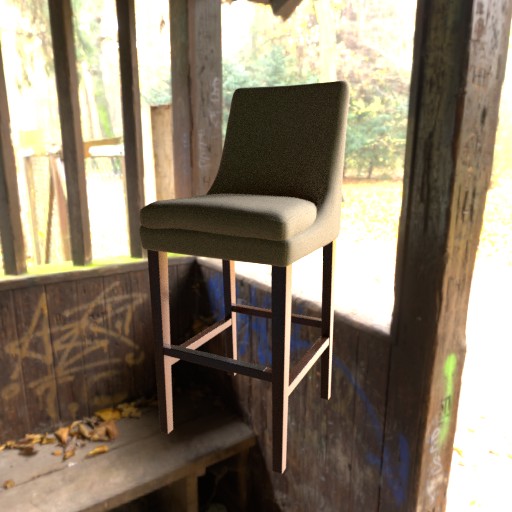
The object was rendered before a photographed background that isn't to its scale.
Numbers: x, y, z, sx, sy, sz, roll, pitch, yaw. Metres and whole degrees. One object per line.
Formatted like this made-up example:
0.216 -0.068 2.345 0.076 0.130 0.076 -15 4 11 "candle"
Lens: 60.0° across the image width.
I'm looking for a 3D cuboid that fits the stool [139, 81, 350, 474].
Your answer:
0.000 0.000 1.402 0.470 1.078 0.577 7 15 26 "stool"
